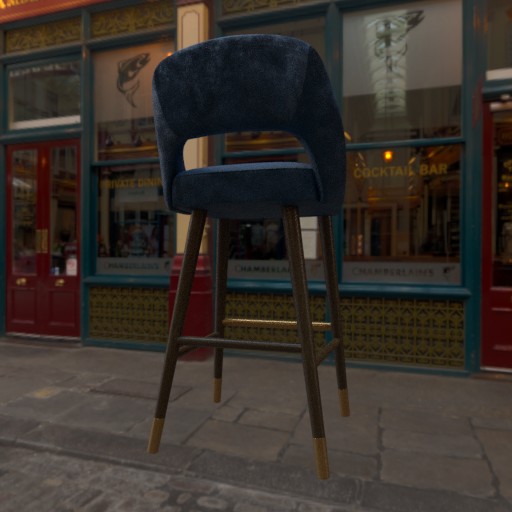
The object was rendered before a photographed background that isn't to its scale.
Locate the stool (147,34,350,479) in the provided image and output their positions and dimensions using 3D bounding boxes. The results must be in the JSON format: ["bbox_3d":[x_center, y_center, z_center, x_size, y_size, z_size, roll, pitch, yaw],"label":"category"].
[{"bbox_3d":[0.000,0.000,1.255,0.514,1.016,0.515,0,-1,18],"label":"stool"}]
